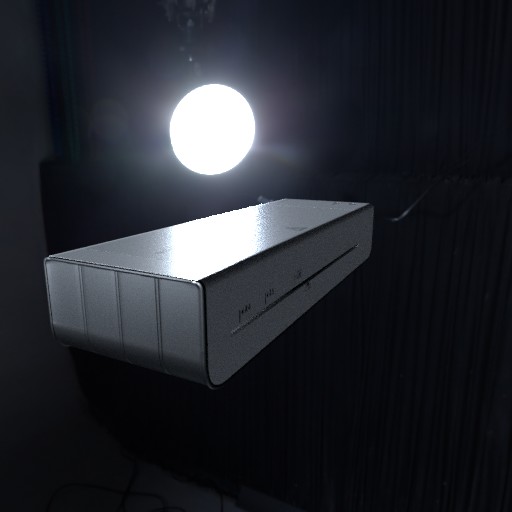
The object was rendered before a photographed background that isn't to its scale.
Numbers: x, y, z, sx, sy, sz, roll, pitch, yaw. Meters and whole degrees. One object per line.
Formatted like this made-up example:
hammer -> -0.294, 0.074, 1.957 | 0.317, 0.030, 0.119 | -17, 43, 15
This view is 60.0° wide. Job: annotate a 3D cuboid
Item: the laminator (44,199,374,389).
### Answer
laminator -> 0.000, 0.000, 0.386 | 0.123, 0.062, 0.340 | 7, 15, 27
